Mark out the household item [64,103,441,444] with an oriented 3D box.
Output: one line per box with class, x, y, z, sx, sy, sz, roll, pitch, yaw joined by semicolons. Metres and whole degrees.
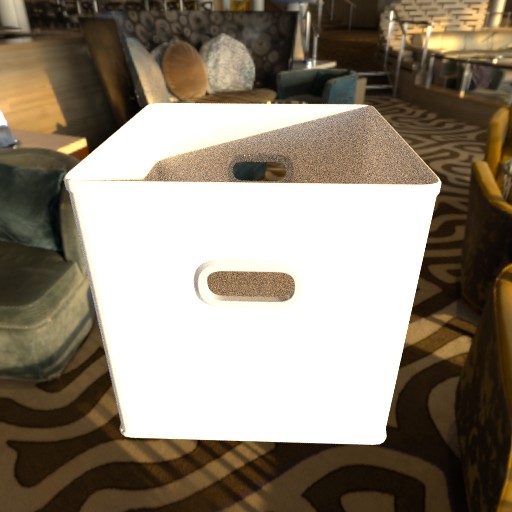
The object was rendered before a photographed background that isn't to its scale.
household item;0.000;0.000;0.550;0.305;0.305;0.305;1;30;2
